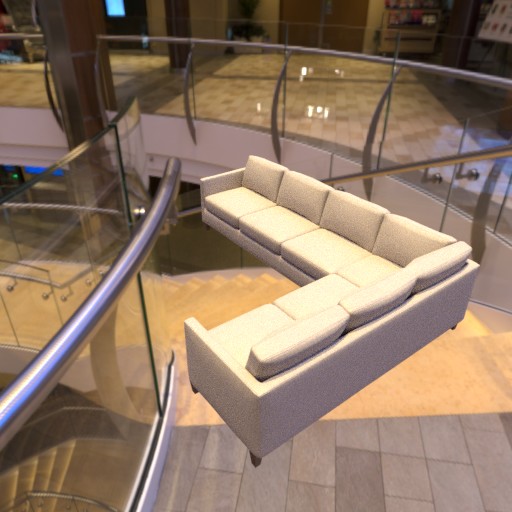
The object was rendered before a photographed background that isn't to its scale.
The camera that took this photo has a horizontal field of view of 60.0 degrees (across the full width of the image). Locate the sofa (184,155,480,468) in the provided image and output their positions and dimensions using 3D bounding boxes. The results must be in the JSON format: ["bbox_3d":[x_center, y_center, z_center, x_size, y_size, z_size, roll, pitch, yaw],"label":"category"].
[{"bbox_3d":[0.000,0.000,4.506,2.522,0.934,3.333,-21,37,-31],"label":"sofa"}]
